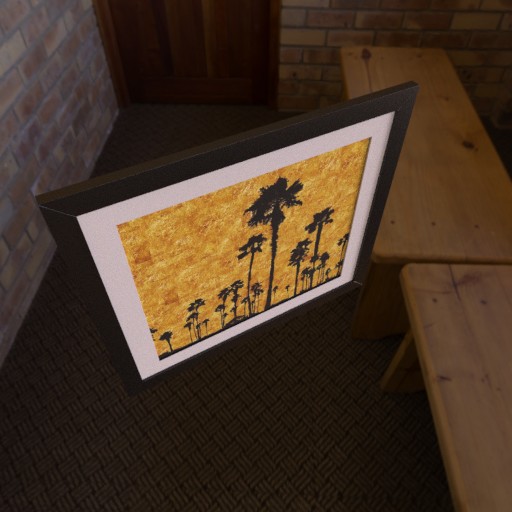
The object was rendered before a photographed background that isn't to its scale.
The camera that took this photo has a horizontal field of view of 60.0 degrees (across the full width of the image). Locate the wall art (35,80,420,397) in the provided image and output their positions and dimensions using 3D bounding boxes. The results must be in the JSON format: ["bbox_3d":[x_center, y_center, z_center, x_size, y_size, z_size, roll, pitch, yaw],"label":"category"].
[{"bbox_3d":[0.000,0.000,0.521,0.383,0.332,0.012,-23,52,-19],"label":"wall art"}]
